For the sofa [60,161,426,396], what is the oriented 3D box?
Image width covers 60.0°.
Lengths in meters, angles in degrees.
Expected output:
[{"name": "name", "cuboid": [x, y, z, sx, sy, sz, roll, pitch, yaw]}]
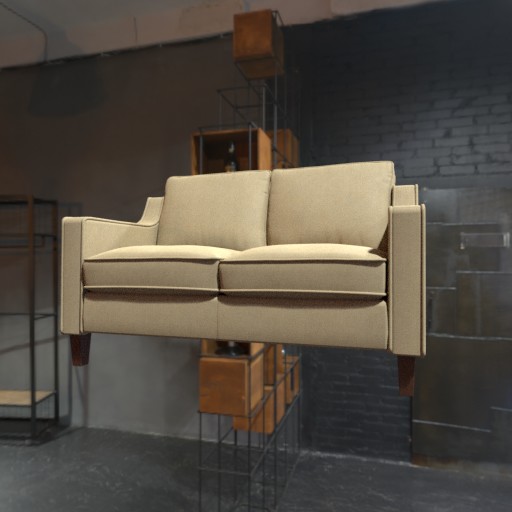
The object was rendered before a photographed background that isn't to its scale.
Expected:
[{"name": "sofa", "cuboid": [0.000, 0.000, 2.156, 1.501, 0.971, 0.987, 0, 0, 18]}]
